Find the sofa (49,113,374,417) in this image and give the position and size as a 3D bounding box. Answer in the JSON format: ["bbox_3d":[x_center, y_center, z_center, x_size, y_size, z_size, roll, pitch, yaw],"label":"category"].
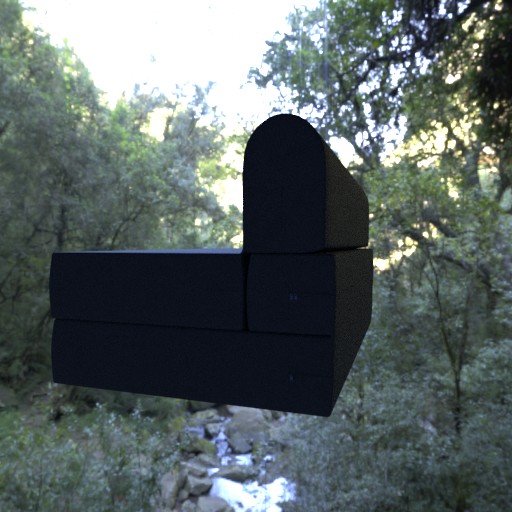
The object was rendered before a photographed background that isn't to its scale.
[{"bbox_3d":[0.000,0.000,1.626,0.762,0.660,1.219,1,2,19],"label":"sofa"}]
